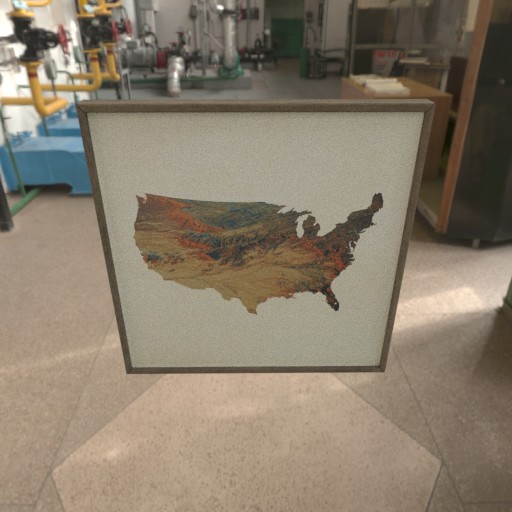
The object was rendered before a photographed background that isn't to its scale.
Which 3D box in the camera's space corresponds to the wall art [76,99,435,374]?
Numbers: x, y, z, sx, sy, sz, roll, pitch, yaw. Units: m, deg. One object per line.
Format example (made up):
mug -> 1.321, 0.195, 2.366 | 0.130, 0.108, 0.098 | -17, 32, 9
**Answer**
wall art -> 0.000, 0.000, 1.124 | 0.749, 0.751, 0.050 | 0, 29, 0
